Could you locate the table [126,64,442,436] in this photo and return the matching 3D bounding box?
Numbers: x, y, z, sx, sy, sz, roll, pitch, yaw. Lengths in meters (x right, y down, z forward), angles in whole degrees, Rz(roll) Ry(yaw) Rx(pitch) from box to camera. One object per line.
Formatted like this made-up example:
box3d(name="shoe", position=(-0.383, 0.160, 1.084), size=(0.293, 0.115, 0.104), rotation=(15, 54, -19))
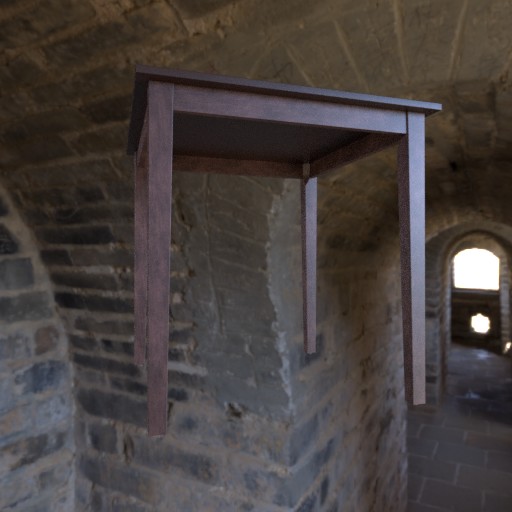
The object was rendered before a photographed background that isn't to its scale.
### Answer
box3d(name="table", position=(0.000, 0.000, 1.363), size=(0.749, 0.770, 0.749), rotation=(0, 0, -18))
